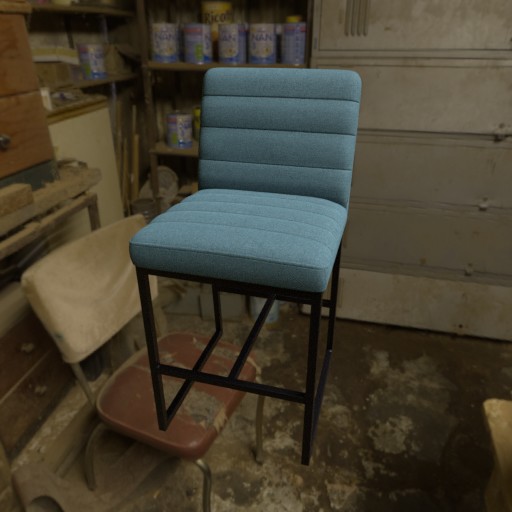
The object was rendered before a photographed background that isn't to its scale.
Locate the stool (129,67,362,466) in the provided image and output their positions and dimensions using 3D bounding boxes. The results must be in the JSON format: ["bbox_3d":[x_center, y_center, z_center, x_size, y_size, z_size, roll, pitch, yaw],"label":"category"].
[{"bbox_3d":[0.000,0.000,1.237,0.460,0.940,0.560,7,27,14],"label":"stool"}]
